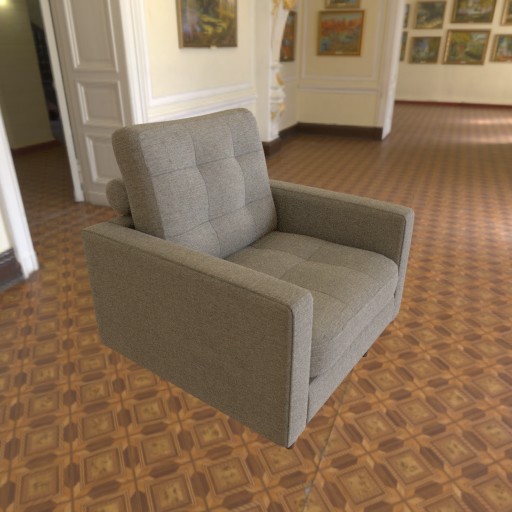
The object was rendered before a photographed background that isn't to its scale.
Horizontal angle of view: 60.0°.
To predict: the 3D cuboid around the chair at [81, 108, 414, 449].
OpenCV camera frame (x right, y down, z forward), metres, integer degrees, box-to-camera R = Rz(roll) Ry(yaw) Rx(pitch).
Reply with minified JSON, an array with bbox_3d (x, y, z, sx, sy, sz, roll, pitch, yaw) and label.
[{"bbox_3d":[0.000,0.000,1.515,0.843,0.880,0.821,17,30,32],"label":"chair"}]
